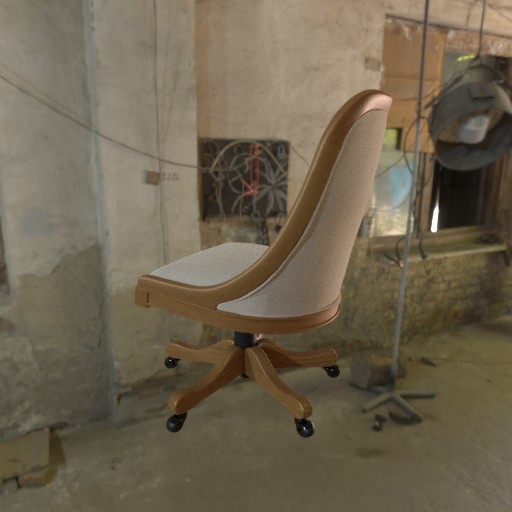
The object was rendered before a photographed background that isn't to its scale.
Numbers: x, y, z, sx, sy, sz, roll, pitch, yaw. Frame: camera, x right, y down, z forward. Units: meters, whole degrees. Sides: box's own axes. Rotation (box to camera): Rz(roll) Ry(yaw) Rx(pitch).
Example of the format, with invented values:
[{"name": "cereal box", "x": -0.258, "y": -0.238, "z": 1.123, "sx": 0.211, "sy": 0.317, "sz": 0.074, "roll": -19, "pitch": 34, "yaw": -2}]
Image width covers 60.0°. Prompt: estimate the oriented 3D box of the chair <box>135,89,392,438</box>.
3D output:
[{"name": "chair", "x": 0.000, "y": 0.000, "z": 1.495, "sx": 0.811, "sy": 1.009, "sz": 0.702, "roll": 7, "pitch": 16, "yaw": 26}]
